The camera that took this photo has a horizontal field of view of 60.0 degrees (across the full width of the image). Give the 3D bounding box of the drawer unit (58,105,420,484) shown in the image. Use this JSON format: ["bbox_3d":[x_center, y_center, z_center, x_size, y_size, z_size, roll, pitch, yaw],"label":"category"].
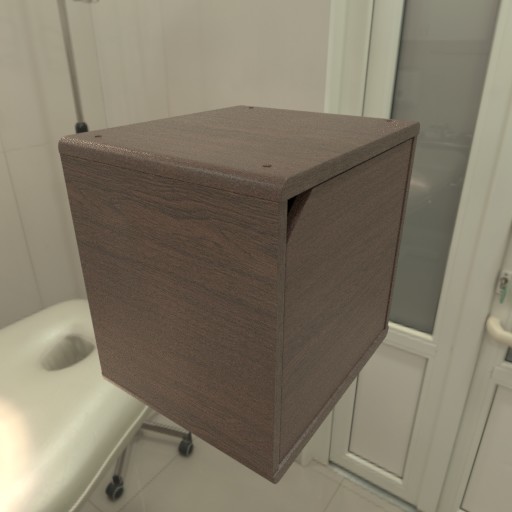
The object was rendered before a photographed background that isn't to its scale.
[{"bbox_3d":[0.000,0.000,0.607,0.290,0.344,0.344,17,31,31],"label":"drawer unit"}]
